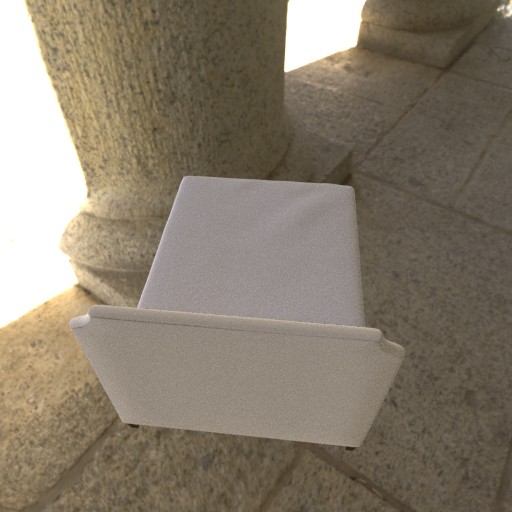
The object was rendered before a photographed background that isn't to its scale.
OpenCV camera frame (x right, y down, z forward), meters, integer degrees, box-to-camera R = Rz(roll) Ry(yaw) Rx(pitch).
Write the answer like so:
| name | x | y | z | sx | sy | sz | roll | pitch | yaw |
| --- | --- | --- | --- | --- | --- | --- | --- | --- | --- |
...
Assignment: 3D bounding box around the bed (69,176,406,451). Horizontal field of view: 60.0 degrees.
| name | x | y | z | sx | sy | sz | roll | pitch | yaw |
| --- | --- | --- | --- | --- | --- | --- | --- | --- | --- |
| bed | 0.000 | 0.000 | 3.442 | 1.712 | 1.497 | 2.372 | 4 | 47 | 4 |
